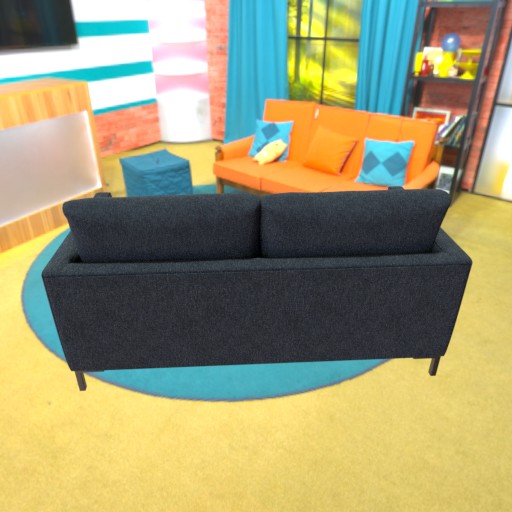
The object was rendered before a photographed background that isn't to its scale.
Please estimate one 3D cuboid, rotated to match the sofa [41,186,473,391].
[{"bbox_3d":[0.000,0.000,2.178,1.716,0.862,0.866,-2,30,-3],"label":"sofa"}]
